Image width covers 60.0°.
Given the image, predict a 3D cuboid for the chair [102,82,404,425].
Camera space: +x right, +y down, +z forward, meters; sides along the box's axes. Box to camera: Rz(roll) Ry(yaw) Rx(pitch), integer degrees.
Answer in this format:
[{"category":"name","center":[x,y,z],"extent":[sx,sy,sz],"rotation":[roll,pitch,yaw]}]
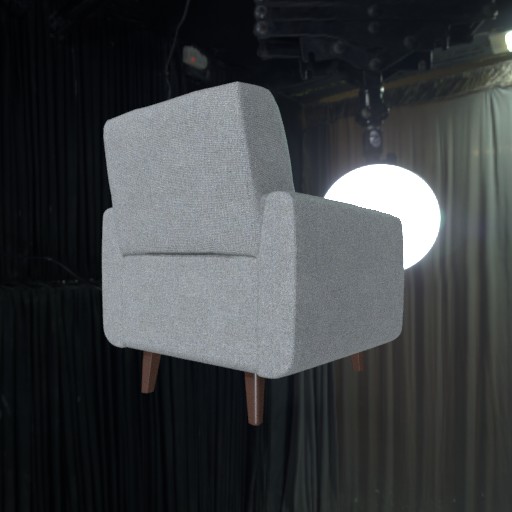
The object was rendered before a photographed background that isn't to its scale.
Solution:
[{"category":"chair","center":[0.000,0.000,1.694],"extent":[0.845,0.968,0.942],"rotation":[0,1,37]}]
